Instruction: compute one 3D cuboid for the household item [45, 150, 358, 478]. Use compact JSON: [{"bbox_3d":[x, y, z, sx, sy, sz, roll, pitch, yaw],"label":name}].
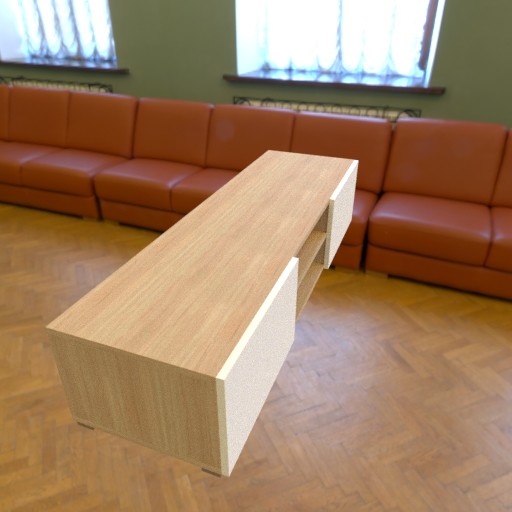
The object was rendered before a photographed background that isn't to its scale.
[{"bbox_3d":[0.000,0.000,1.522,0.420,0.310,1.400,11,32,18],"label":"household item"}]
